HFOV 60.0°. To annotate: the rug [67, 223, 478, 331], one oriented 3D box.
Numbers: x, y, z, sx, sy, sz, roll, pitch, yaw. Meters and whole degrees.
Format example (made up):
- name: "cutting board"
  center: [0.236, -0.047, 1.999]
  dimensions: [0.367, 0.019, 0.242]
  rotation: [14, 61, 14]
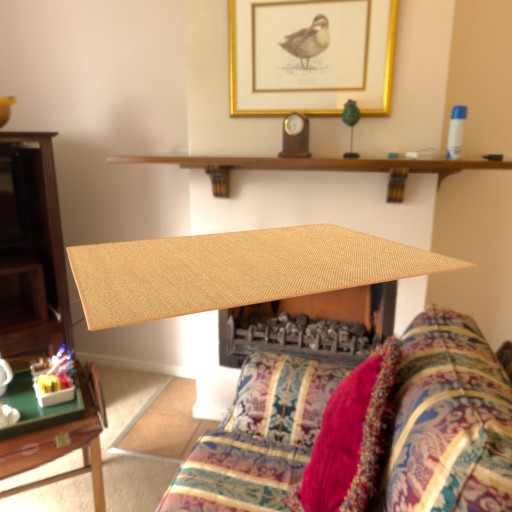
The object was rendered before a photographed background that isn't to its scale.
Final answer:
- name: "rug"
  center: [0.000, 0.000, 2.787]
  dimensions: [2.134, 0.013, 1.524]
  rotation: [-7, 16, -25]
